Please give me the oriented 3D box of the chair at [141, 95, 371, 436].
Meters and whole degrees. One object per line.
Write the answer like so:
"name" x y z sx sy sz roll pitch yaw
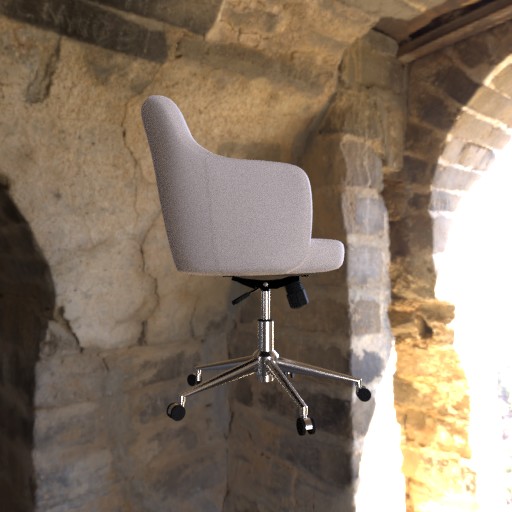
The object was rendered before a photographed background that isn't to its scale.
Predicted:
"chair" 0.000 0.000 1.273 0.647 0.819 0.602 0 -2 1
